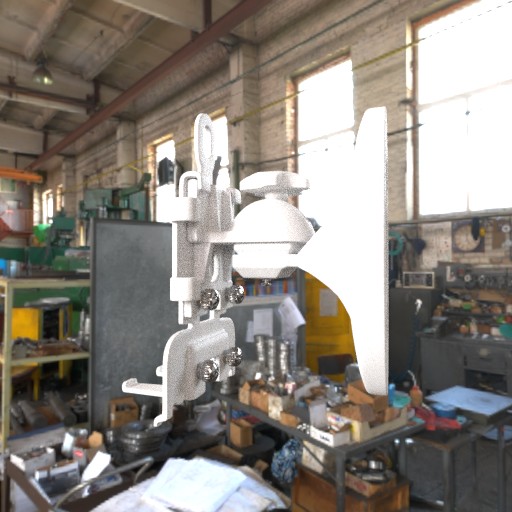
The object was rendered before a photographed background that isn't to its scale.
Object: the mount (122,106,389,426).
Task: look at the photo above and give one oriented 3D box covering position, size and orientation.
[{"bbox_3d":[0.000,0.000,0.177,0.100,0.118,0.066,0,-1,18],"label":"mount"}]
